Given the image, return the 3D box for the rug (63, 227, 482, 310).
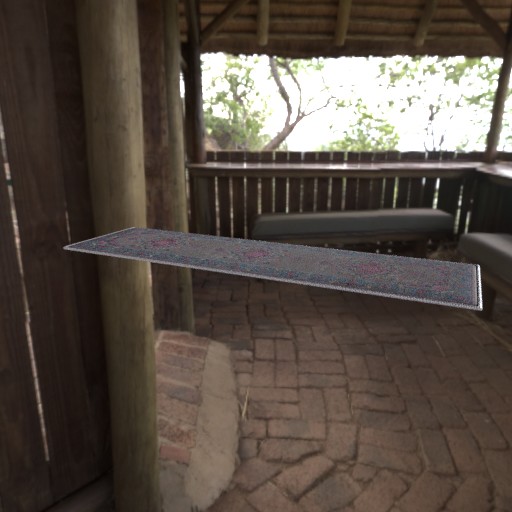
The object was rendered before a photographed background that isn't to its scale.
[{"bbox_3d":[0.000,0.000,2.518,2.297,0.019,0.659,7,17,24],"label":"rug"}]
